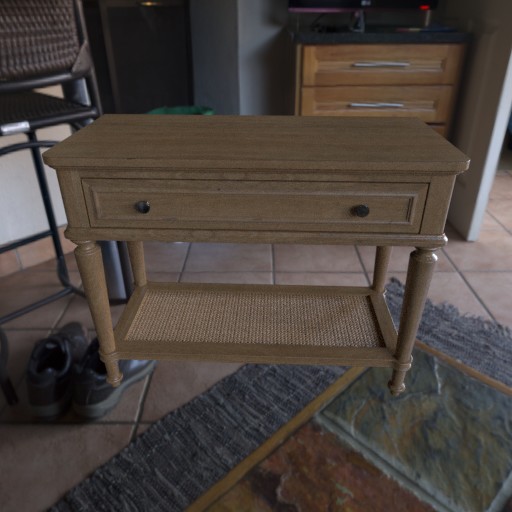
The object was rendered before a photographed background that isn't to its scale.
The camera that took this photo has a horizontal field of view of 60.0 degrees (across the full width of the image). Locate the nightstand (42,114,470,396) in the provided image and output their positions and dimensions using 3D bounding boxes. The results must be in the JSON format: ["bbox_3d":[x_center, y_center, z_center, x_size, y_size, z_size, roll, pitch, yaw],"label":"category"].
[{"bbox_3d":[0.000,0.000,1.280,0.914,0.700,0.432,1,29,2],"label":"nightstand"}]
